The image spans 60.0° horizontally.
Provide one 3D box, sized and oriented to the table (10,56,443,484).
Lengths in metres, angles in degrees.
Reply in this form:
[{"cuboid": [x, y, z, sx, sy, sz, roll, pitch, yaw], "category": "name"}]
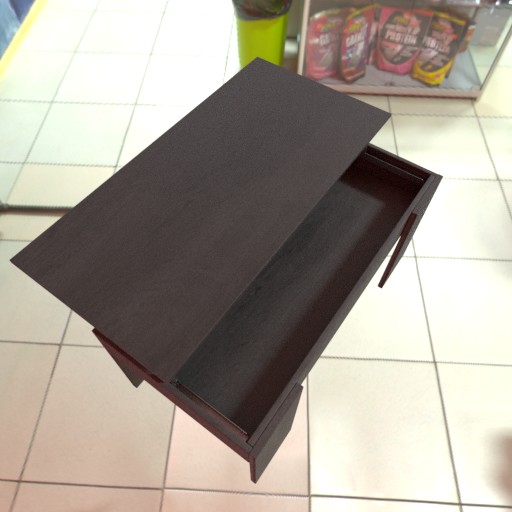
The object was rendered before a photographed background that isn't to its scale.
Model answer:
[{"cuboid": [0.000, 0.000, 1.388, 0.711, 0.570, 1.000, 31, 62, 19], "category": "table"}]
